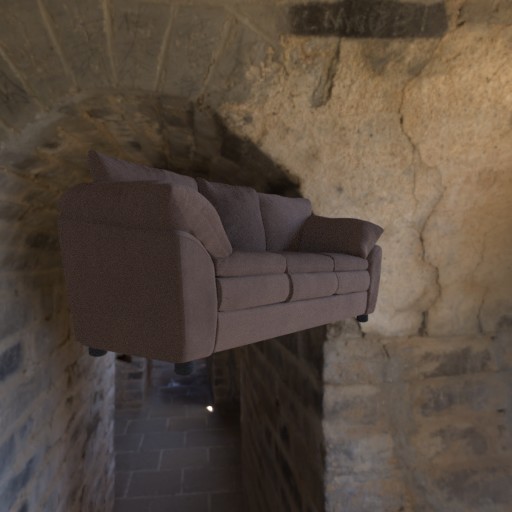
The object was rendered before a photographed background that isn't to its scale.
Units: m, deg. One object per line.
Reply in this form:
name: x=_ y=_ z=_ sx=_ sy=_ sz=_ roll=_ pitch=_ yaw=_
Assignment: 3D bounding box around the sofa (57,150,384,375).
sofa: x=0.000 y=0.000 z=2.848 sx=0.878 sy=1.015 sz=2.336 roll=0 pitch=-1 yaw=36
